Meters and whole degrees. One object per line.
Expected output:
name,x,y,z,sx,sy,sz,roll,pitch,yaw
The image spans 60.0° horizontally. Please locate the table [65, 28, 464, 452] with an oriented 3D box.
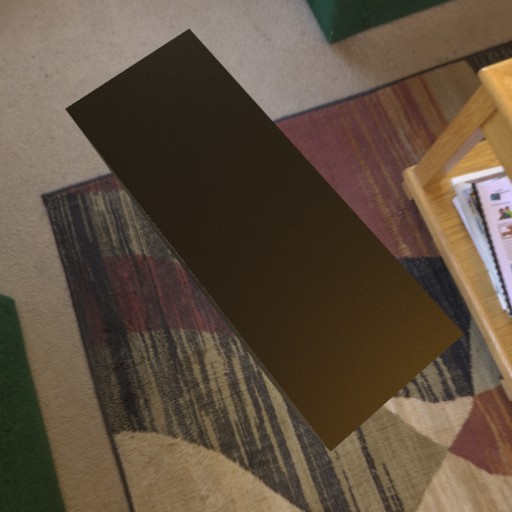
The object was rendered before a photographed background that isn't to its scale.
table,0.000,0.000,1.336,0.380,0.790,0.930,-38,79,-9
